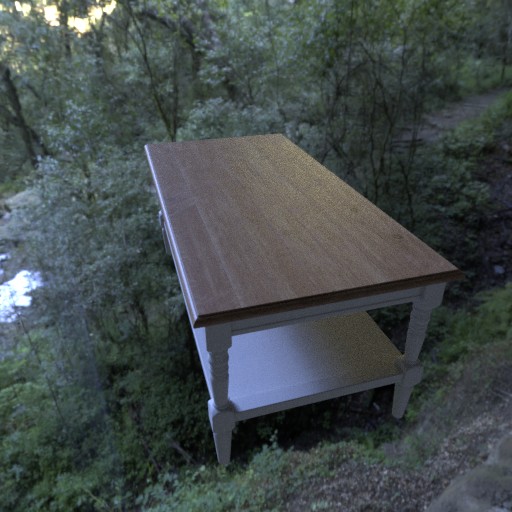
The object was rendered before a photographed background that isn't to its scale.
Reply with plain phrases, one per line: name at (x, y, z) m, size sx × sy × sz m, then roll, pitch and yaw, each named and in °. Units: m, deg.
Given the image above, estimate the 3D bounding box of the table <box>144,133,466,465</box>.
table at (0.000, 0.000, 1.405) m, size 0.559 × 0.458 × 1.118 m, roll -9°, pitch 31°, yaw -14°
